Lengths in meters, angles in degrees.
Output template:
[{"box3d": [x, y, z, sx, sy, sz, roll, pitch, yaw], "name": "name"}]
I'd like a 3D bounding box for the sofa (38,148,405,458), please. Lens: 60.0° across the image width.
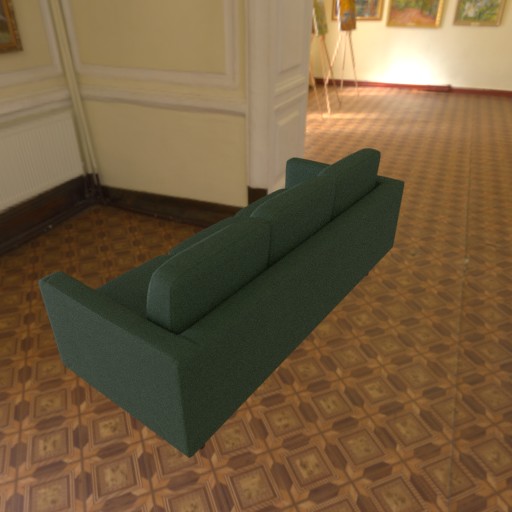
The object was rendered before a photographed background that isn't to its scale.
[{"box3d": [0.000, 0.000, 2.474, 0.879, 0.899, 2.029, 21, 37, 31], "name": "sofa"}]
